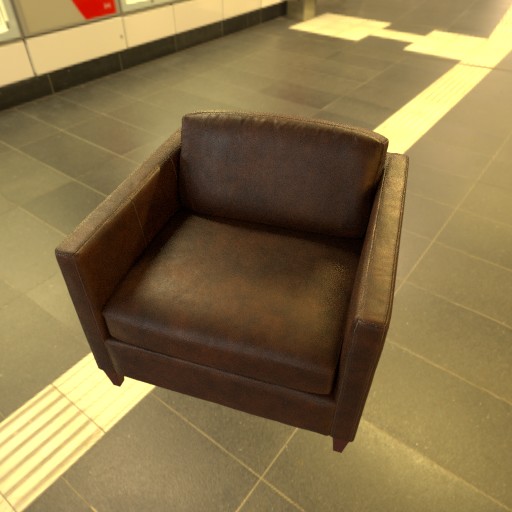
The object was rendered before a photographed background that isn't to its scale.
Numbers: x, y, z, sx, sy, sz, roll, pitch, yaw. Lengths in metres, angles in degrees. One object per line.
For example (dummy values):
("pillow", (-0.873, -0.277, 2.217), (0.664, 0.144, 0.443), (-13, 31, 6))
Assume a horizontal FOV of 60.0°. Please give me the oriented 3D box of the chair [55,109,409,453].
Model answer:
("chair", (0.000, 0.000, 1.709), (0.990, 0.864, 0.975), (12, 42, 13))
